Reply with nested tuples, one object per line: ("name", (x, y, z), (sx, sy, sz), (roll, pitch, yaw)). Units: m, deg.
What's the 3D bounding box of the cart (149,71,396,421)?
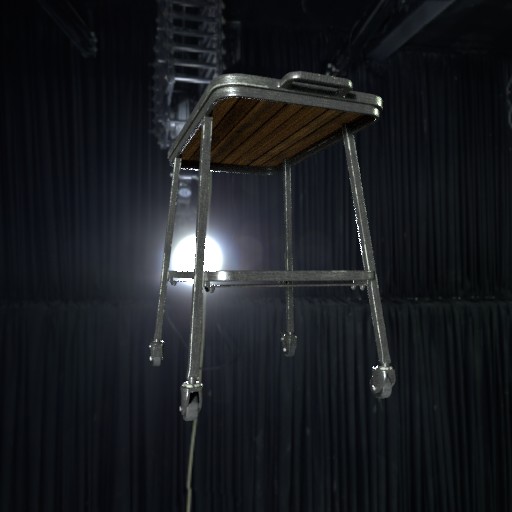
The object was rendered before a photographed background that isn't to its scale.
("cart", (0.000, 0.000, 1.244), (0.515, 0.700, 0.806), (1, -2, -20))
